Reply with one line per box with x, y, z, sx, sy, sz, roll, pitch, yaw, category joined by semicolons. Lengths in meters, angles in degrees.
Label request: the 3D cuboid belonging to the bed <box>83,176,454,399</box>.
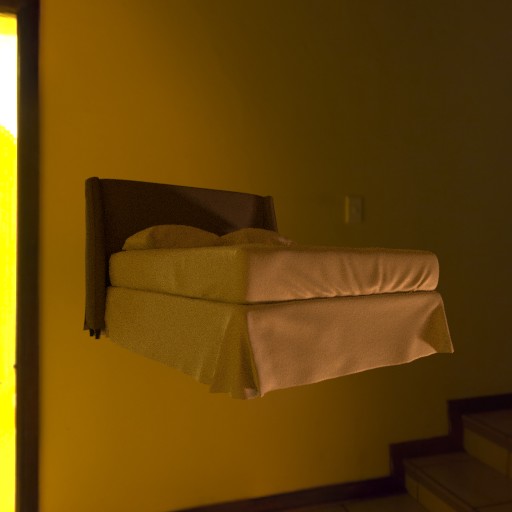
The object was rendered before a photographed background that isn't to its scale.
0.000;0.000;3.349;1.925;1.332;2.276;0;-1;-36;bed
